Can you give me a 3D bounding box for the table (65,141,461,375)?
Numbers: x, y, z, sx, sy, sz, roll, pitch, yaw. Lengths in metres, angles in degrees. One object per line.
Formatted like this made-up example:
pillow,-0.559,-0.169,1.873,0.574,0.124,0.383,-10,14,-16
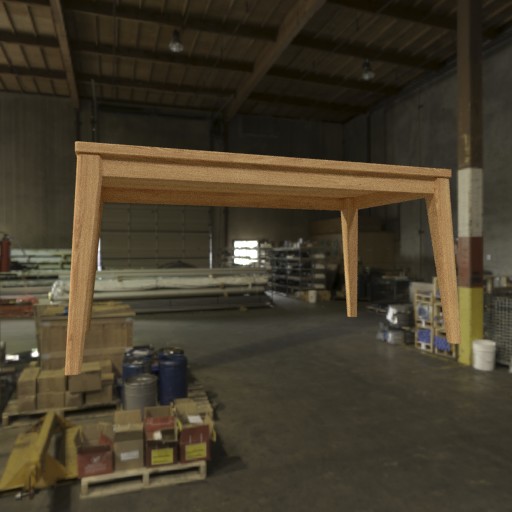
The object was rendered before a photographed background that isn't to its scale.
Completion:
table,0.000,0.000,2.101,1.600,0.760,0.900,0,0,-19
